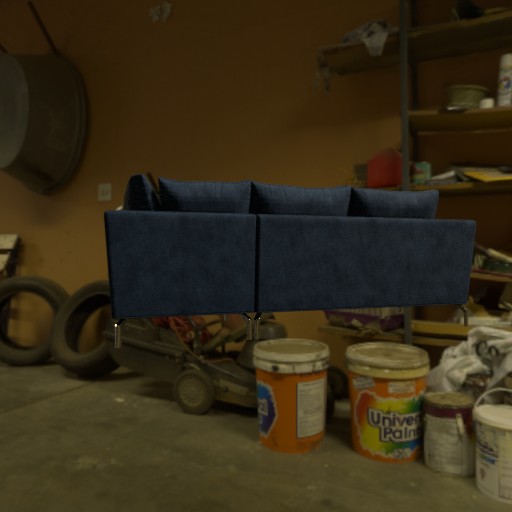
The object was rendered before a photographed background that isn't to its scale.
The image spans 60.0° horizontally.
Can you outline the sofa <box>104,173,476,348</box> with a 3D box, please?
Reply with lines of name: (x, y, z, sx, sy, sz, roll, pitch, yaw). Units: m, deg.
sofa: (0.000, 0.000, 3.900, 2.472, 0.988, 2.463, 0, 0, -17)
